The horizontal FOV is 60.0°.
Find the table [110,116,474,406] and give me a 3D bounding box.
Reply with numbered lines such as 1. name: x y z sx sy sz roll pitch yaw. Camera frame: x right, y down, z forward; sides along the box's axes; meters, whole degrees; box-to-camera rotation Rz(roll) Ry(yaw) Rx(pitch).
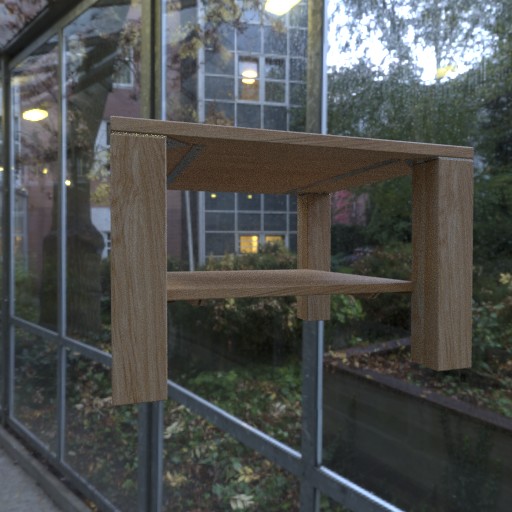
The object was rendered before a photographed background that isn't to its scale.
1. table: 0.000 0.000 1.125 0.700 0.450 0.700 0 1 -18
